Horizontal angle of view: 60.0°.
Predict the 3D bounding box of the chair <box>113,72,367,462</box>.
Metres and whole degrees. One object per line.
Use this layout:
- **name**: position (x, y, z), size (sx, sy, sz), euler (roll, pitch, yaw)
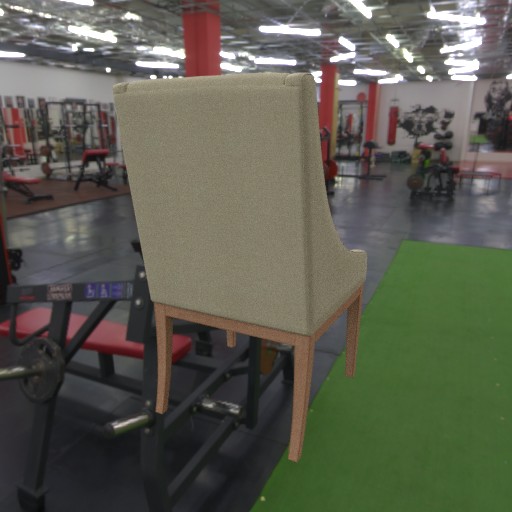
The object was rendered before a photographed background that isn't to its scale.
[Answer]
- **chair**: position (0.000, 0.000, 1.414), size (0.575, 1.021, 0.611), euler (8, 18, 26)
